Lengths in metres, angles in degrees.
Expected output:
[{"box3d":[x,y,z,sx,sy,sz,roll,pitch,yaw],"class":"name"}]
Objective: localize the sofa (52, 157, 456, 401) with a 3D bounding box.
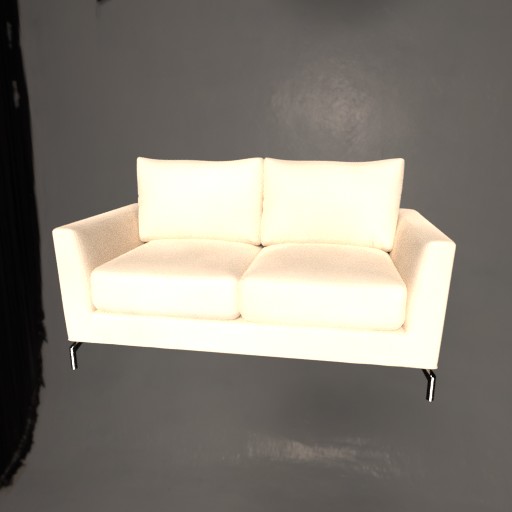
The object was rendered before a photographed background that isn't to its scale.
[{"box3d":[0.000,0.000,2.330,1.739,0.995,0.906,2,14,9],"class":"sofa"}]
